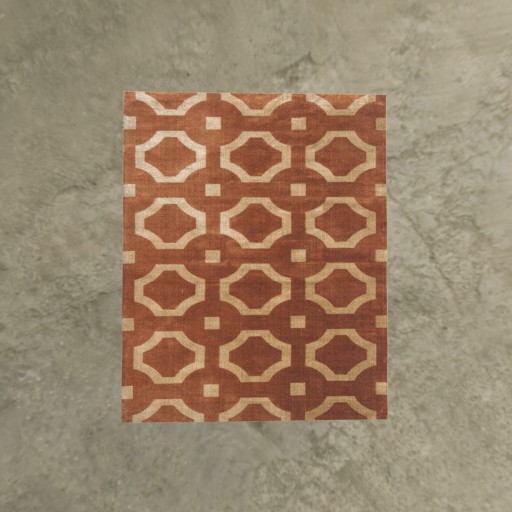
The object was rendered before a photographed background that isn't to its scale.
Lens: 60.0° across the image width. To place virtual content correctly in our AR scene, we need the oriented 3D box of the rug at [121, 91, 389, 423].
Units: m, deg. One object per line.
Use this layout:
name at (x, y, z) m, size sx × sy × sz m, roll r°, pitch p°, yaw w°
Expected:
rug at (0.000, 0.000, 4.109) m, size 2.466 × 0.021 × 3.049 m, roll 0°, pitch 89°, yaw -2°
